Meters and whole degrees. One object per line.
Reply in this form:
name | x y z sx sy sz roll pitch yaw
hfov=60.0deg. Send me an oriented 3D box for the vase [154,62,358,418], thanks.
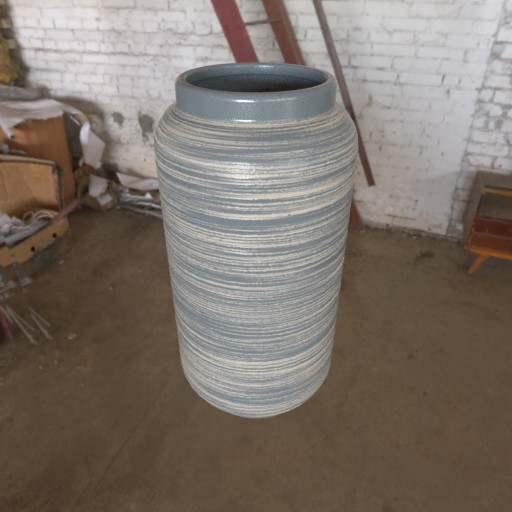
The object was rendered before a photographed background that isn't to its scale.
vase | 0.000 0.000 0.300 0.116 0.230 0.116 0 33 0
